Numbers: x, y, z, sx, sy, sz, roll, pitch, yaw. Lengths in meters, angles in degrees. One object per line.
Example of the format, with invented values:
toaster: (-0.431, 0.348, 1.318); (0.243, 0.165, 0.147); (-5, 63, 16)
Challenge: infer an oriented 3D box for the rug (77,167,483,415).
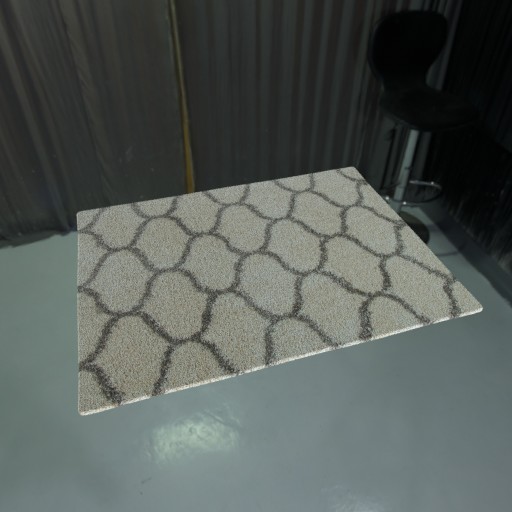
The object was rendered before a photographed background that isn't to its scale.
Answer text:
rug: (0.000, 0.000, 2.077); (1.600, 0.025, 1.200); (-11, 43, -13)
